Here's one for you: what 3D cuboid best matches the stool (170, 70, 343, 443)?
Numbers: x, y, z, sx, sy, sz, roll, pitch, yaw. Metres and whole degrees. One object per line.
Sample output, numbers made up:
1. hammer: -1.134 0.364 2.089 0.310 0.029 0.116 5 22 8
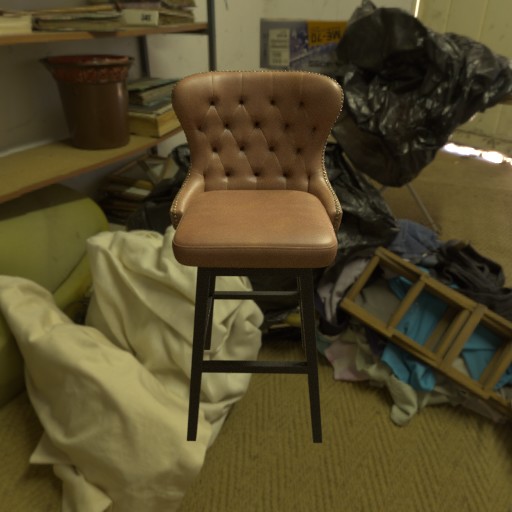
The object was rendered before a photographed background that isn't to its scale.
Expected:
1. stool: 0.000 0.000 1.437 0.528 1.050 0.601 0 30 1
